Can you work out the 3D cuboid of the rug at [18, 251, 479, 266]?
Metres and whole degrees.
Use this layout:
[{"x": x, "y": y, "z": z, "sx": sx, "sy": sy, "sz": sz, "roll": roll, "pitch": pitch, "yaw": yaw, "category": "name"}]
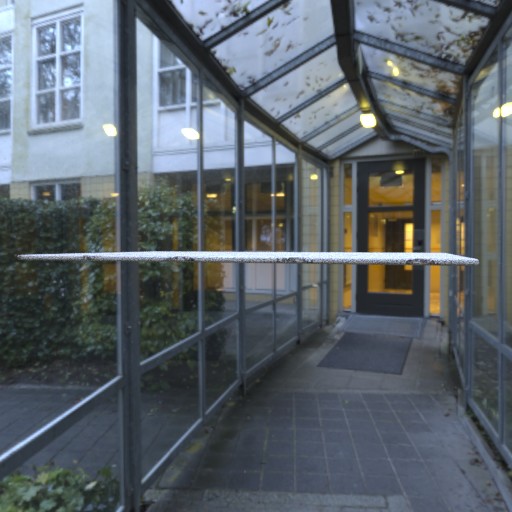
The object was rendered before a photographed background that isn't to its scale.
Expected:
[{"x": 0.000, "y": 0.000, "z": 2.914, "sx": 2.438, "sy": 0.030, "sz": 1.524, "roll": 0, "pitch": 1, "yaw": 19, "category": "rug"}]
